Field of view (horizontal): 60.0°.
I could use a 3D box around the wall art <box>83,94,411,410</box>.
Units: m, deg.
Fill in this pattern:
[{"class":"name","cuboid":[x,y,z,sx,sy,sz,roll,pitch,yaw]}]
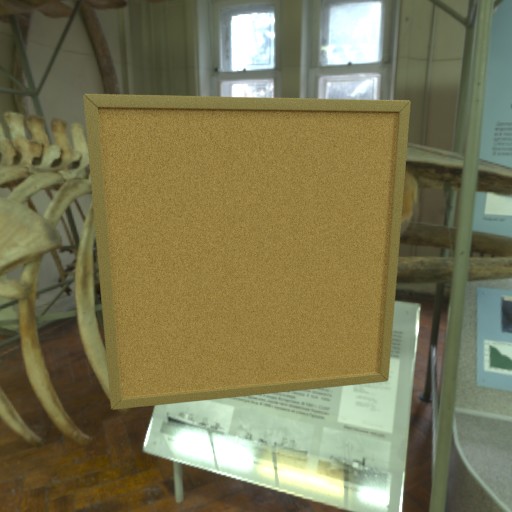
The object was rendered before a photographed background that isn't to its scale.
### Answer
[{"class":"wall art","cuboid":[0.000,0.000,0.757,0.509,0.509,0.036,-3,14,-10]}]
